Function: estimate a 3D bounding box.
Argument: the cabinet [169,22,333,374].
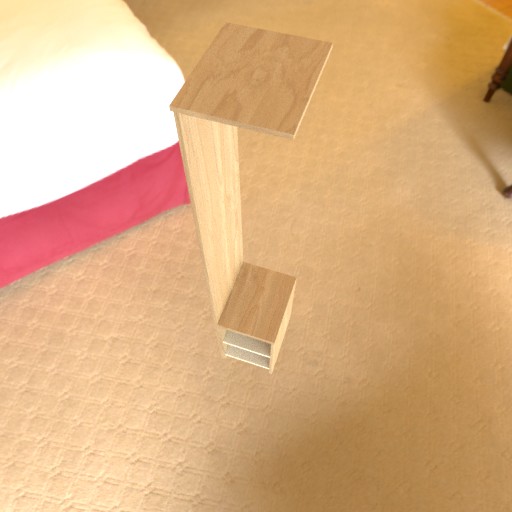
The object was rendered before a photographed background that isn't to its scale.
[{"bbox_3d":[0.000,0.000,2.014,0.338,1.879,0.411,16,59,10],"label":"cabinet"}]
